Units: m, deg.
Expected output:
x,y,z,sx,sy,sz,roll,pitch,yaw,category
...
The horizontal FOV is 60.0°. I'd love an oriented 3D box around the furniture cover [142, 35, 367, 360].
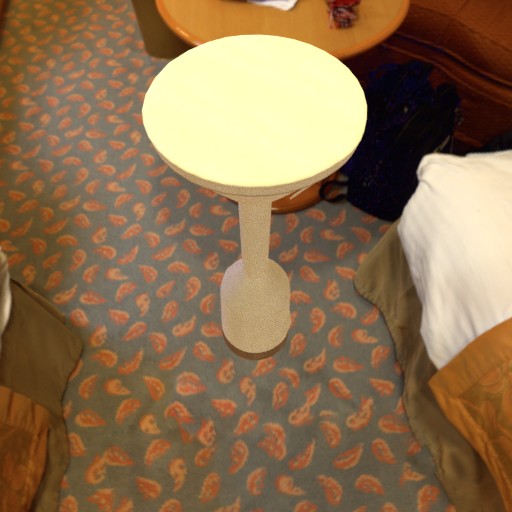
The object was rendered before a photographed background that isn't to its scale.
x,y,z,sx,sy,sz,roll,pitch,yaw,category
0.000,0.000,2.828,0.914,2.413,0.914,29,63,17,furniture cover
